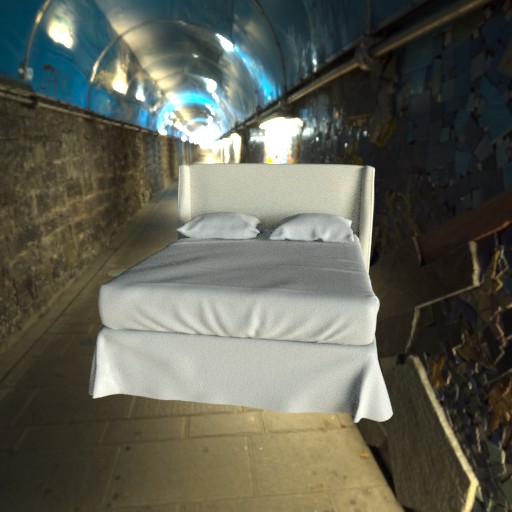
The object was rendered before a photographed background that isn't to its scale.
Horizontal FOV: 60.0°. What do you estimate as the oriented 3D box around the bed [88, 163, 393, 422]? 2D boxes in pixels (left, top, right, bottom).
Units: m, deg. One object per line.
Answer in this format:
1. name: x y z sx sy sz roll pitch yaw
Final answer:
1. bed: 0.000 0.000 3.480 1.925 1.332 2.276 2 14 9
